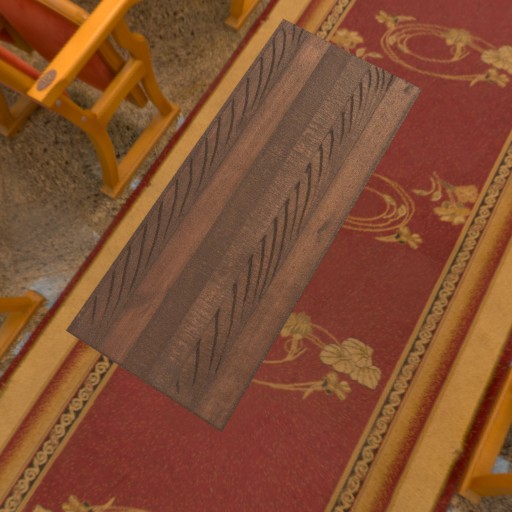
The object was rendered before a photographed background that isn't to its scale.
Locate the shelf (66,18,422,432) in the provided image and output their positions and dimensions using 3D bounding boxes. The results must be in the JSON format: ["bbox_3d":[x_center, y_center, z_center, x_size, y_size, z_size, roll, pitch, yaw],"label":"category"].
[{"bbox_3d":[0.000,0.000,1.368,0.352,0.947,0.822,30,78,7],"label":"shelf"}]
